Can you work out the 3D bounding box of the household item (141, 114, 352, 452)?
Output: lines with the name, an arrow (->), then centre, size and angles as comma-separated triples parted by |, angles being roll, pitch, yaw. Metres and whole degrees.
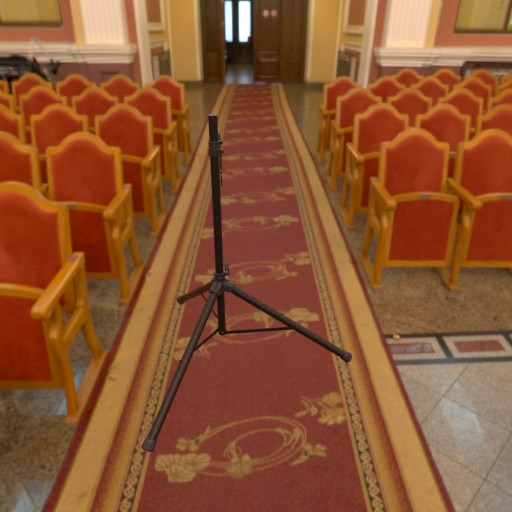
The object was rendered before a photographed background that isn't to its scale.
household item -> 0.000, 0.000, 1.843 | 0.907, 1.136, 1.045 | 0, 28, 0
